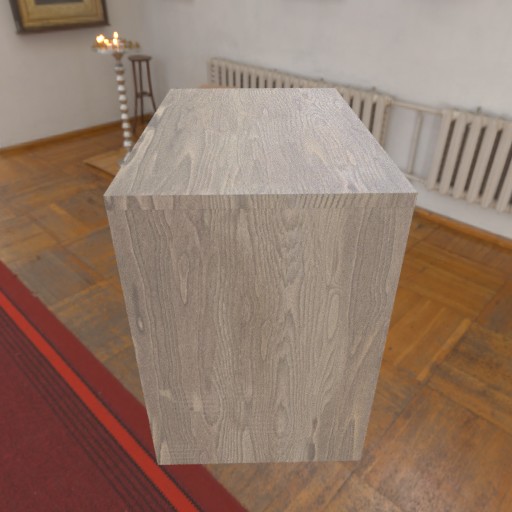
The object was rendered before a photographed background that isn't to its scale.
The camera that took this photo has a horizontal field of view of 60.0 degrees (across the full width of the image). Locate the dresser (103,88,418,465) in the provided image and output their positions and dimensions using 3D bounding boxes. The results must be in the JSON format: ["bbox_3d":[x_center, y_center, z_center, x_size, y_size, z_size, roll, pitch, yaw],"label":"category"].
[{"bbox_3d":[0.000,0.000,1.289,0.529,0.762,0.809,-1,33,-1],"label":"dresser"}]
